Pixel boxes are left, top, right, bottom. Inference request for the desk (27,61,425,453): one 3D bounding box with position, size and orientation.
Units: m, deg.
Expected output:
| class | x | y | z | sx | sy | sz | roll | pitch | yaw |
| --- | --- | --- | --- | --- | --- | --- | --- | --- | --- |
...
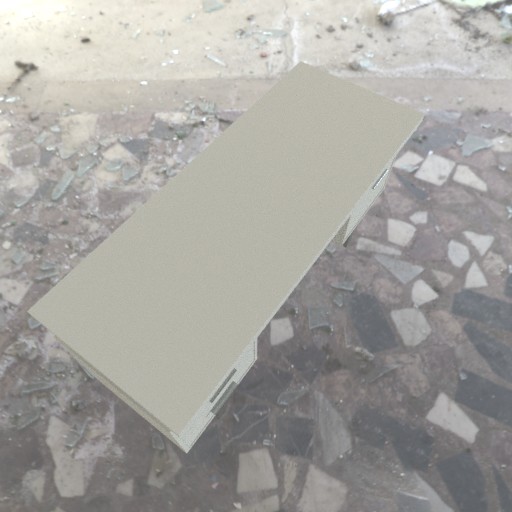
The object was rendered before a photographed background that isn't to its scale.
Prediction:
| class | x | y | z | sx | sy | sz | roll | pitch | yaw |
| --- | --- | --- | --- | --- | --- | --- | --- | --- | --- |
| desk | 0.000 | 0.000 | 1.899 | 0.603 | 0.773 | 1.530 | 31 | 63 | 18 |
